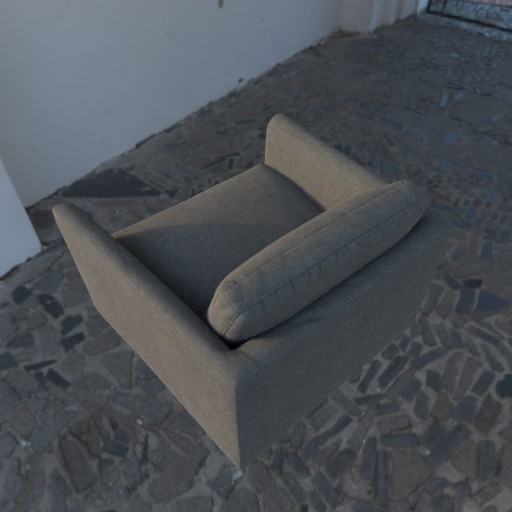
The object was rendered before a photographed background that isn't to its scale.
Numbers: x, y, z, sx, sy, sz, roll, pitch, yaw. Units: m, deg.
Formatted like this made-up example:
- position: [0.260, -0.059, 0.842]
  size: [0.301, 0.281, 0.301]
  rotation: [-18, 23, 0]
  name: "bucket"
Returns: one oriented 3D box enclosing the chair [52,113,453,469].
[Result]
- position: [0.000, 0.000, 1.858]
  size: [1.190, 0.845, 1.091]
  rotation: [-31, 53, -27]
  name: "chair"
